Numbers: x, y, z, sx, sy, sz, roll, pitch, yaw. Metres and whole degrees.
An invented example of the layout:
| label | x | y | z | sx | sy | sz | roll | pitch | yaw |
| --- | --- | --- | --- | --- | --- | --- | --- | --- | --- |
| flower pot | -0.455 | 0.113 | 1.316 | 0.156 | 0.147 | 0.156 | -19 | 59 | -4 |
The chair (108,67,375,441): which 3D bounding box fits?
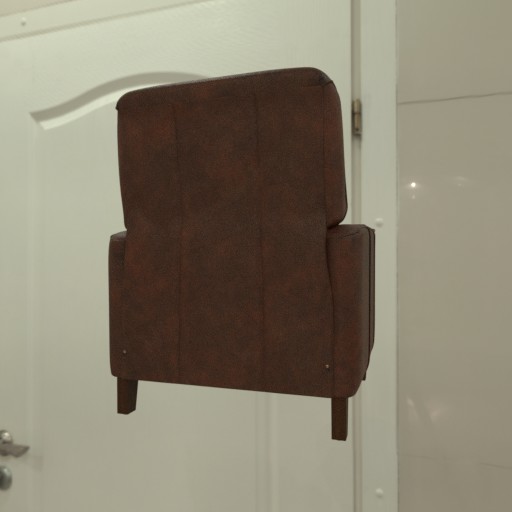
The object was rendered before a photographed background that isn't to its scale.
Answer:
| label | x | y | z | sx | sy | sz | roll | pitch | yaw |
| --- | --- | --- | --- | --- | --- | --- | --- | --- | --- |
| chair | 0.000 | 0.000 | 1.659 | 0.843 | 1.043 | 0.836 | 0 | -1 | 18 |
